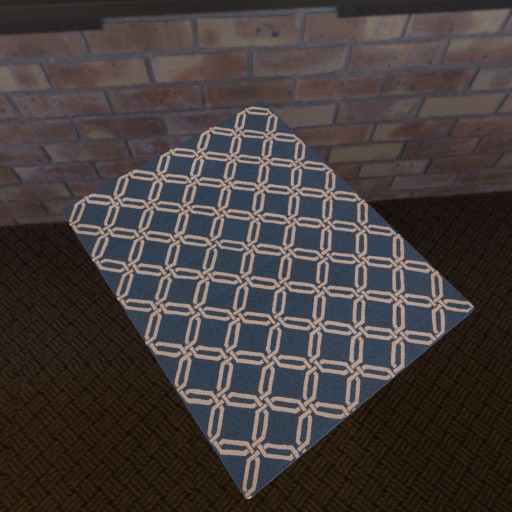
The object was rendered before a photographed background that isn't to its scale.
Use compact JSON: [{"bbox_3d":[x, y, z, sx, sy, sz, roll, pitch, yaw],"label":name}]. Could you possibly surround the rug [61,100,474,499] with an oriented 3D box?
[{"bbox_3d":[0.000,0.000,3.776,2.277,0.020,2.867,-34,68,-16],"label":"rug"}]
